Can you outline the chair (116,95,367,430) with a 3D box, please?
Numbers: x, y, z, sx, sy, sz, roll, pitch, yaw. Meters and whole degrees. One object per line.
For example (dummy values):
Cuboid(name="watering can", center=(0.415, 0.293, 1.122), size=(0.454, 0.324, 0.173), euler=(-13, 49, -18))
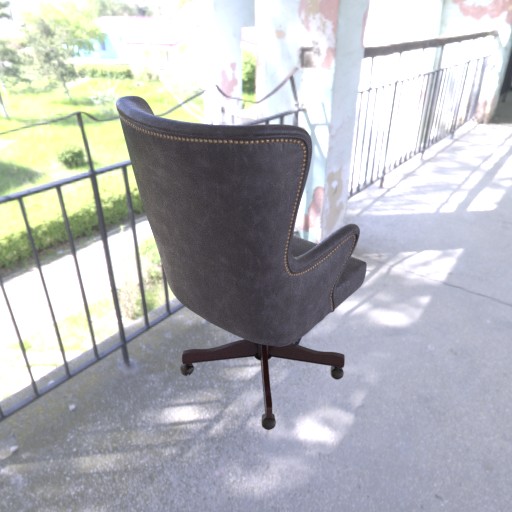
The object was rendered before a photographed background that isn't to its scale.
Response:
Cuboid(name="chair", center=(0.000, 0.000, 1.482), size=(0.594, 1.037, 0.717), euler=(22, 37, 33))
